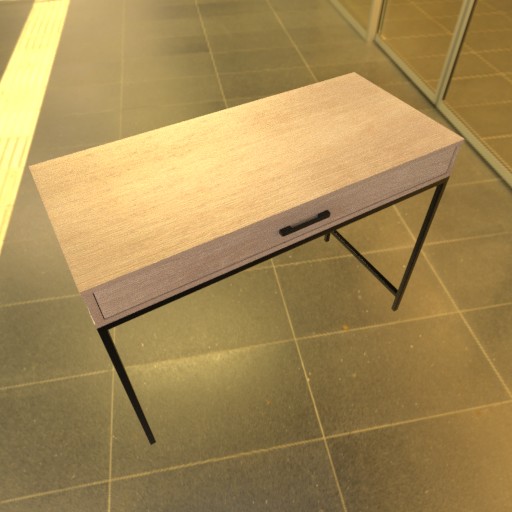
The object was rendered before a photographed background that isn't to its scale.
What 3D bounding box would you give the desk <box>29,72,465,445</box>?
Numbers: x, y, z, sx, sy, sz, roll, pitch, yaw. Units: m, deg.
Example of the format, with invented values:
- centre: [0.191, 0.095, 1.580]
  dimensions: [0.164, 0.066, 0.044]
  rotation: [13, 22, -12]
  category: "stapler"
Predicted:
- centre: [0.000, 0.000, 1.401]
  dimensions: [1.016, 0.762, 0.470]
  rotation: [-23, 51, -20]
  category: "desk"
